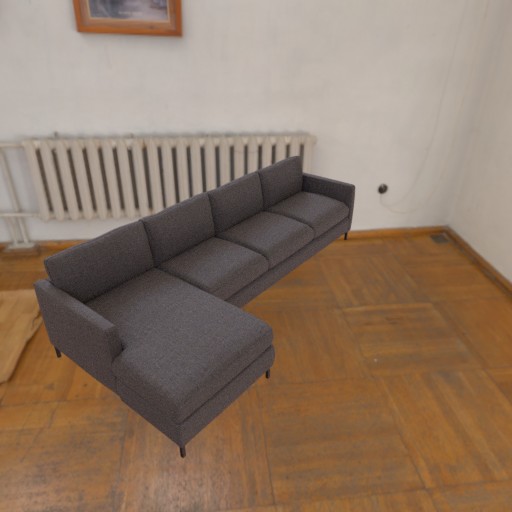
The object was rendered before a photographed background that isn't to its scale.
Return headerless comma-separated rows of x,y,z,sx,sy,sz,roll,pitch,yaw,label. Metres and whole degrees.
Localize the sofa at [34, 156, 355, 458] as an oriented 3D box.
0.000,0.000,3.270,1.258,0.754,2.731,21,36,33,sofa
